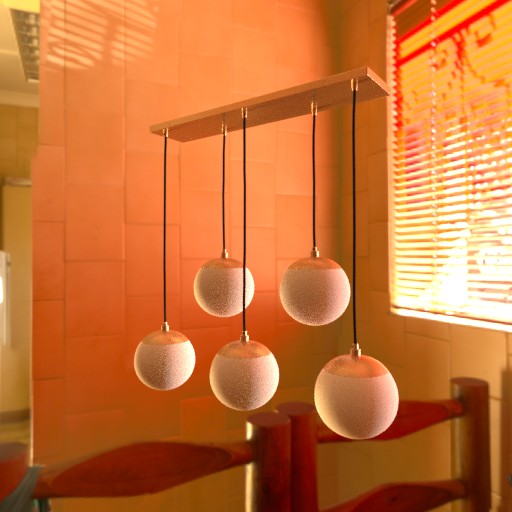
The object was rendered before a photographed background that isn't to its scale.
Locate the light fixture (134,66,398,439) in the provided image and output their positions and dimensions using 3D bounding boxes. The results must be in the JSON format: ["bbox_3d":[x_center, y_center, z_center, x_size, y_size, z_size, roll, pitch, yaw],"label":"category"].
[{"bbox_3d":[0.000,0.000,1.306,0.863,0.869,0.299,-1,-1,36],"label":"light fixture"}]
